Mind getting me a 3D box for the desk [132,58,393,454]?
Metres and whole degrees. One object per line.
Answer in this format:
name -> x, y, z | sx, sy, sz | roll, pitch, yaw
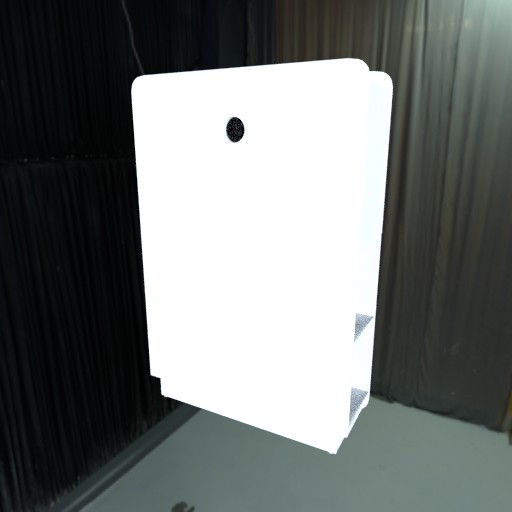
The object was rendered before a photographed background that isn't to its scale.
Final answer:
desk -> 0.000, 0.000, 1.551 | 0.795, 1.190, 0.278 | 8, 17, 27
